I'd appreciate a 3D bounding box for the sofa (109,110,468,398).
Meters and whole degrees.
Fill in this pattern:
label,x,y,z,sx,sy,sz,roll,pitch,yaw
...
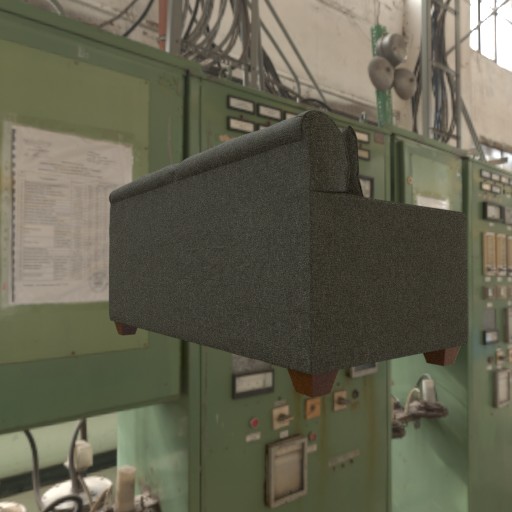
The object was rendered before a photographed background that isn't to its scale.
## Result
label,x,y,z,sx,sy,sz,roll,pitch,yaw
sofa,0.000,0.000,2.376,0.998,0.958,1.846,1,-2,-37
